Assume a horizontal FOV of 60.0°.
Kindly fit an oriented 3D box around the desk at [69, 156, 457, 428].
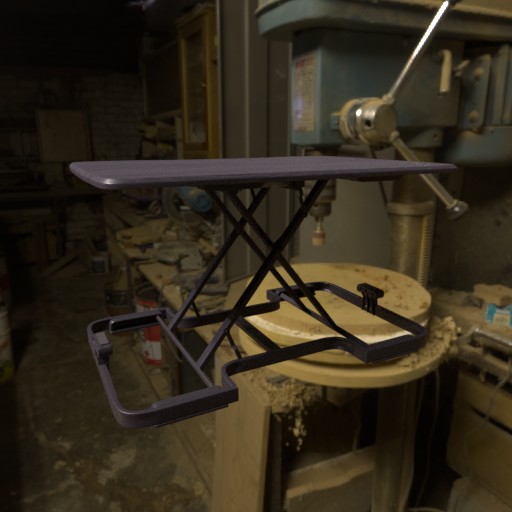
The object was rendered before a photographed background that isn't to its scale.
[{"bbox_3d":[0.000,0.000,1.143,0.820,0.470,0.546,-8,17,-26],"label":"desk"}]
